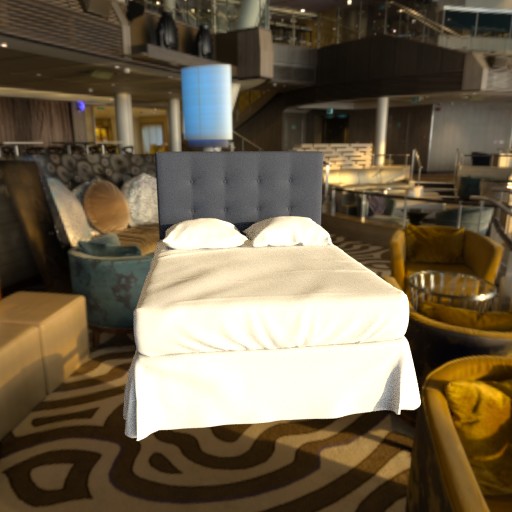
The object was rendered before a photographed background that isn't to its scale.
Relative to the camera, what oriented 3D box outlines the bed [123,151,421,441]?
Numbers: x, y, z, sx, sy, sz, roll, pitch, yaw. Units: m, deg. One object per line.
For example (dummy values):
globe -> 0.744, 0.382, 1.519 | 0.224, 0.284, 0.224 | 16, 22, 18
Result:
bed -> 0.000, 0.000, 3.500 | 1.936, 1.577, 2.222 | -2, 14, -8
